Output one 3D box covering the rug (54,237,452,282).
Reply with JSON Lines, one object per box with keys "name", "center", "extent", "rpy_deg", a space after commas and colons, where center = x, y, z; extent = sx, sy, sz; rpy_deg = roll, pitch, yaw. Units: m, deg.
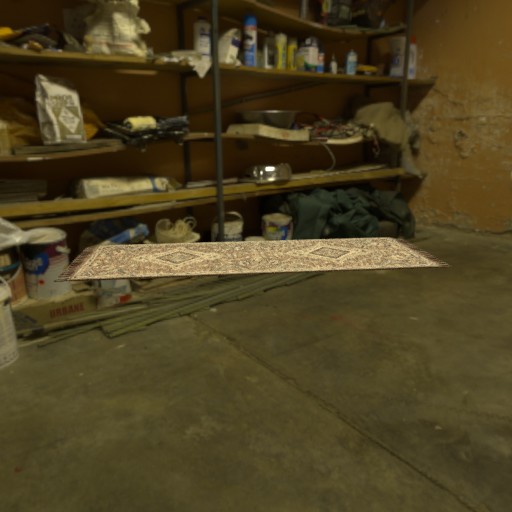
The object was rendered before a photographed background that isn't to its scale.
{"name": "rug", "center": [0.000, 0.000, 2.851], "extent": [2.378, 0.018, 1.324], "rpy_deg": [3, 16, 9]}
